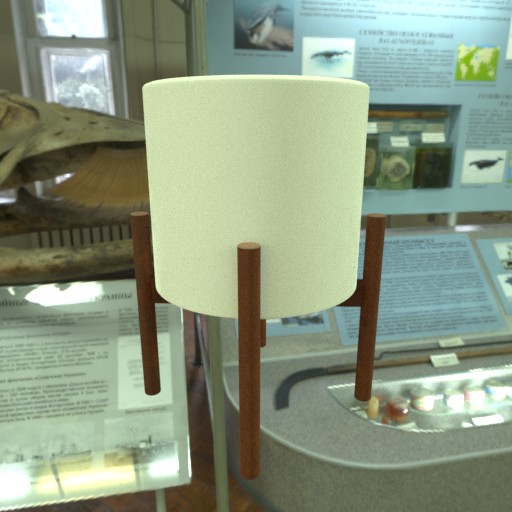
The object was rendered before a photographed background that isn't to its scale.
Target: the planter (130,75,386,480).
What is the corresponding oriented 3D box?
[{"bbox_3d":[0.000,0.000,0.499,0.224,0.358,0.224,-14,22,-40],"label":"planter"}]
